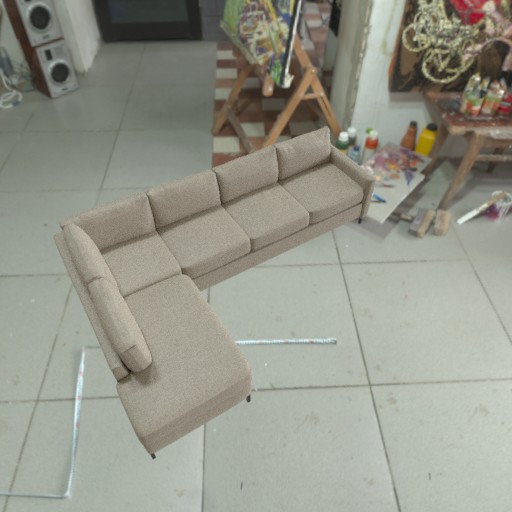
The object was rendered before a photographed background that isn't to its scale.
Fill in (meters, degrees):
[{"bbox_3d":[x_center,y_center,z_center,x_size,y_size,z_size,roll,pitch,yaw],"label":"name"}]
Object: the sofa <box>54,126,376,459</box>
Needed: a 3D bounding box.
[{"bbox_3d":[0.000,0.000,3.183,2.423,0.703,1.617,-25,52,-21],"label":"sofa"}]
